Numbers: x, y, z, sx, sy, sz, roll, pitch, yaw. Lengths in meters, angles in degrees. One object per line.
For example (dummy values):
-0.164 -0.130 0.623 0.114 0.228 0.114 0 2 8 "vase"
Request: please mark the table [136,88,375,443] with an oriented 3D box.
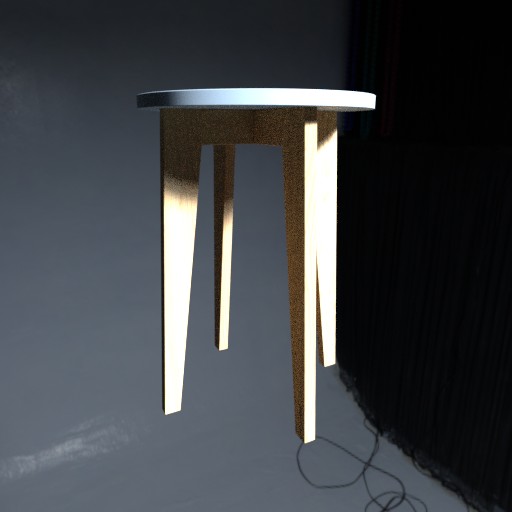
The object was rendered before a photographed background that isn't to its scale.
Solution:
0.000 0.000 0.741 0.350 0.500 0.350 0 17 0 "table"
